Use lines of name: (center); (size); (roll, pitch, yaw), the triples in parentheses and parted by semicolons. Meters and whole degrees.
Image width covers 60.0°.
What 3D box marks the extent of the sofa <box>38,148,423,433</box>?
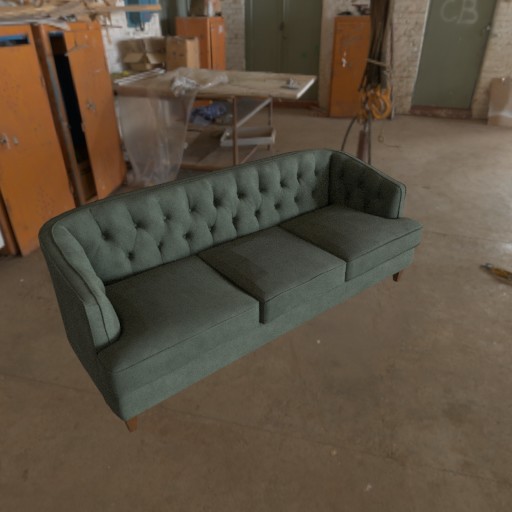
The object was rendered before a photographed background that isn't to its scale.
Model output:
sofa: (0.000, 0.000, 2.742); (2.278, 0.855, 0.941); (-22, 36, -33)
